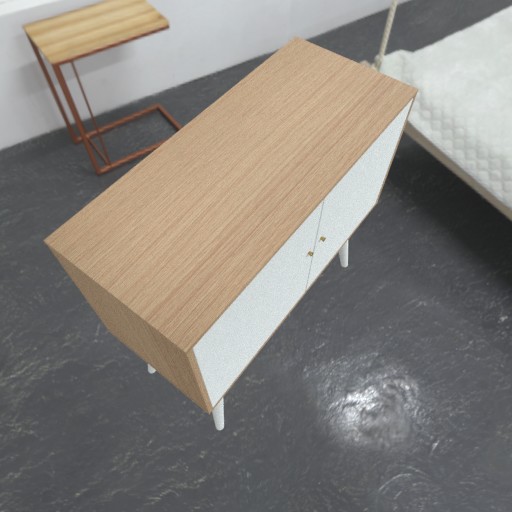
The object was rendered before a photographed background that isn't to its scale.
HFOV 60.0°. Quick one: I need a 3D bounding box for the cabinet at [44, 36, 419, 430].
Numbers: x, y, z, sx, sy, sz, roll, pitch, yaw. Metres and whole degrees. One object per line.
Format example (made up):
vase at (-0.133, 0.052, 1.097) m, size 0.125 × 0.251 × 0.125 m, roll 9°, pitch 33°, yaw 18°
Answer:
cabinet at (0.000, 0.000, 1.635) m, size 0.470 × 1.016 × 1.057 m, roll 33°, pitch 63°, yaw 19°
